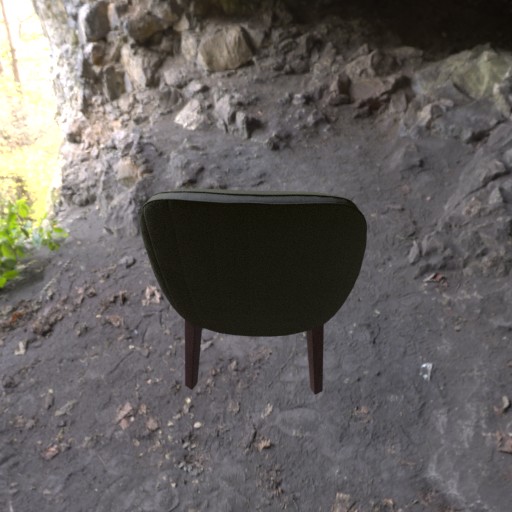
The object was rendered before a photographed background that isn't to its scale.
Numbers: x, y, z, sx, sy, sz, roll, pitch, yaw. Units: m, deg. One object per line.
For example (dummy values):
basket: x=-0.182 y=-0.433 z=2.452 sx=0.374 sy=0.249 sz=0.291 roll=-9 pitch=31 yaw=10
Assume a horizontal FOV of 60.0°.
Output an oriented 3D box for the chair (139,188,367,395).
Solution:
chair: x=0.000 y=0.000 z=1.304 sx=0.643 sy=0.889 sz=0.575 roll=2 pitch=47 yaw=2
